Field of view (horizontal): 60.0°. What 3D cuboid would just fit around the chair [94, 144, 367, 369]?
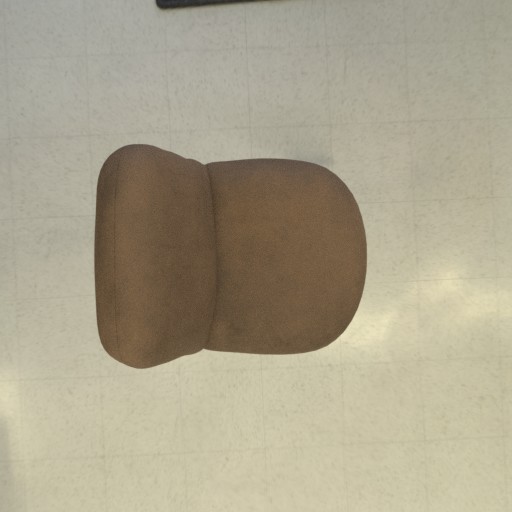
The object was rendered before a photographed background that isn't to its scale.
[{"bbox_3d":[0.000,0.000,1.046,0.597,0.594,0.521,0,90,-1],"label":"chair"}]
